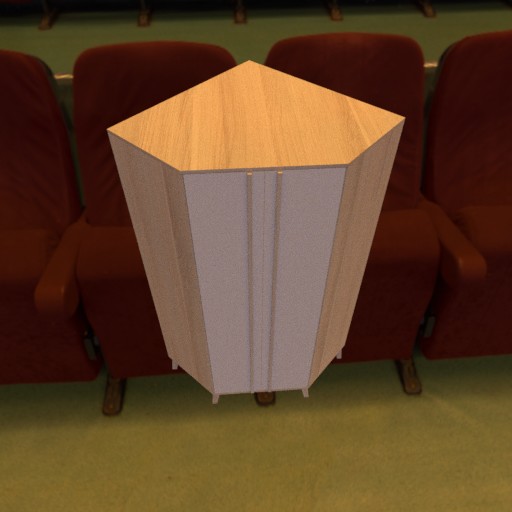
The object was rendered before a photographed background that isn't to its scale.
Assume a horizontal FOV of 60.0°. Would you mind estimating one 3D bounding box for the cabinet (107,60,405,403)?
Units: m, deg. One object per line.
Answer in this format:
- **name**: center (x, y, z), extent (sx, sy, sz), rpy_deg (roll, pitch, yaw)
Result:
- **cabinet**: center (0.000, 0.000, 2.696), extent (1.272, 1.957, 0.969), rpy_deg (-3, 47, -3)
